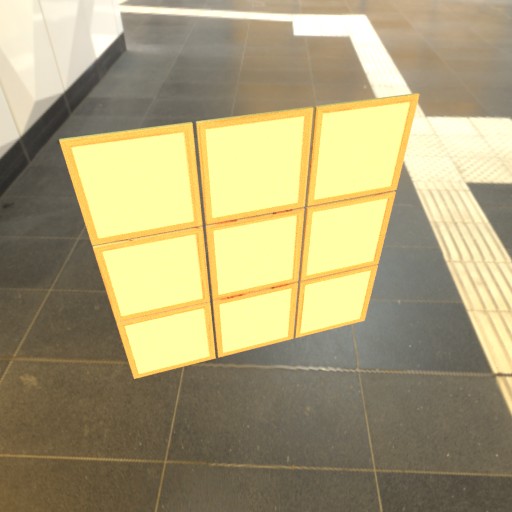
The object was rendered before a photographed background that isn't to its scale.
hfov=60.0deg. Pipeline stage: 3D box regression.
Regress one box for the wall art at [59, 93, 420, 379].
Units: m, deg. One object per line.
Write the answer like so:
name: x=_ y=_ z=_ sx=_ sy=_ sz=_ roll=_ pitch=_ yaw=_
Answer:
wall art: x=0.000 y=0.000 z=1.841 sx=1.214 sy=1.219 sz=0.013 roll=-12 pitch=42 yaw=-13
